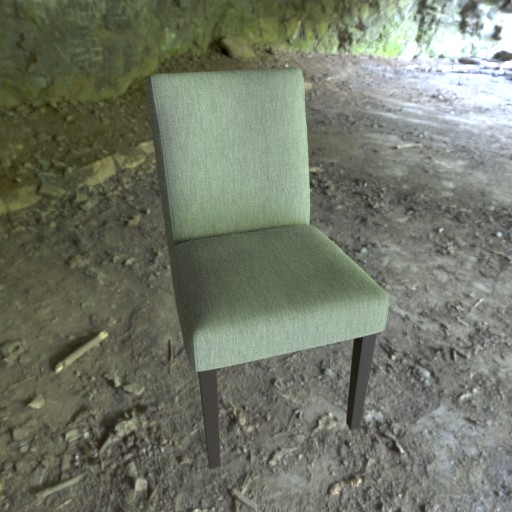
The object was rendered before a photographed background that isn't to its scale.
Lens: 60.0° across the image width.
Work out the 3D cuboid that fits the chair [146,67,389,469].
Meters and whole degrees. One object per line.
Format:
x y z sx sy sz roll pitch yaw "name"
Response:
0.000 0.000 1.230 0.487 0.884 0.629 -9 33 -14 "chair"
